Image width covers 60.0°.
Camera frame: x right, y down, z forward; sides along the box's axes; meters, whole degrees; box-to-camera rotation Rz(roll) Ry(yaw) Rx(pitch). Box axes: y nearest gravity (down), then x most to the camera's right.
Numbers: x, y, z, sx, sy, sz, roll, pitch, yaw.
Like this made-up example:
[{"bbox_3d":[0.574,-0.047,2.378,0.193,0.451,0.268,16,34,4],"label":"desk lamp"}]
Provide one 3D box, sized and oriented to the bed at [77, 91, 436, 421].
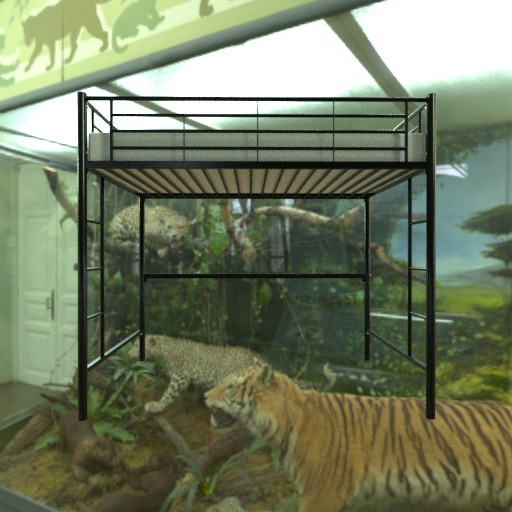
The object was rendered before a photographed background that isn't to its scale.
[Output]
[{"bbox_3d":[0.000,0.000,3.133,1.994,1.803,1.397,0,0,-1],"label":"bed"}]
